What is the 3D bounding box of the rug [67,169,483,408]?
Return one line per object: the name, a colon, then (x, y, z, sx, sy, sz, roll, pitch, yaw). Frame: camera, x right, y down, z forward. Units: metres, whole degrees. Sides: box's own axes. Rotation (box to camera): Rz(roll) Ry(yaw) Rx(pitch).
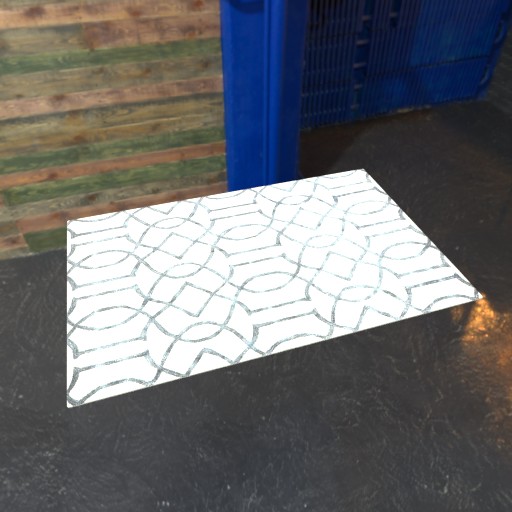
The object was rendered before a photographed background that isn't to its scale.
rug: (0.000, 0.000, 2.912, 2.365, 0.017, 1.521, -12, 44, -13)
